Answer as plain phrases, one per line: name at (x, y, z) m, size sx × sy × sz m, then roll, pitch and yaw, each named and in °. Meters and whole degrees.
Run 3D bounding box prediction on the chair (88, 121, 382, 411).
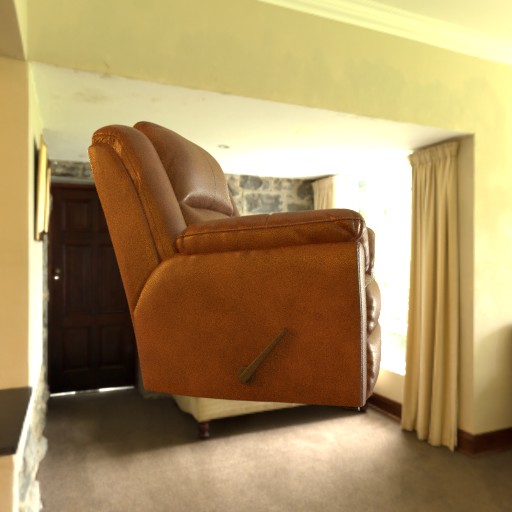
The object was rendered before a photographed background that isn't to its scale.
chair at (0.000, 0.000, 1.898) m, size 1.041 × 1.093 × 0.990 m, roll 0°, pitch 0°, yaw 17°
